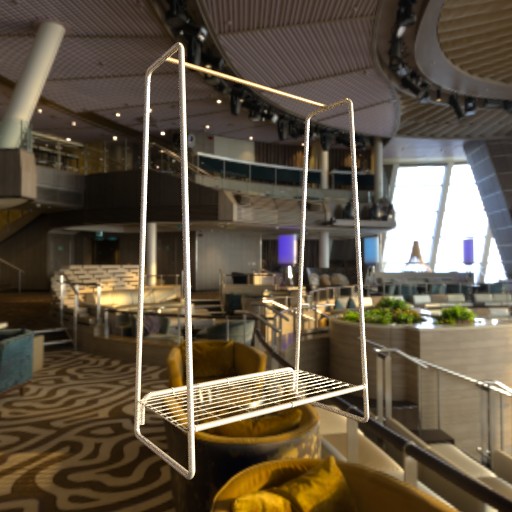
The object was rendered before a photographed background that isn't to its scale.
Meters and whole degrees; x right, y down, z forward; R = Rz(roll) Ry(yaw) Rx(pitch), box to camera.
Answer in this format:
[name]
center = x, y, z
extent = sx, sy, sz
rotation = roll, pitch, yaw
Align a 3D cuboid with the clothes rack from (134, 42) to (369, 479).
[clothes rack]
center = 0.000, 0.000, 1.922
extent = 0.900, 1.500, 0.495
rotation = 1, -1, -37
